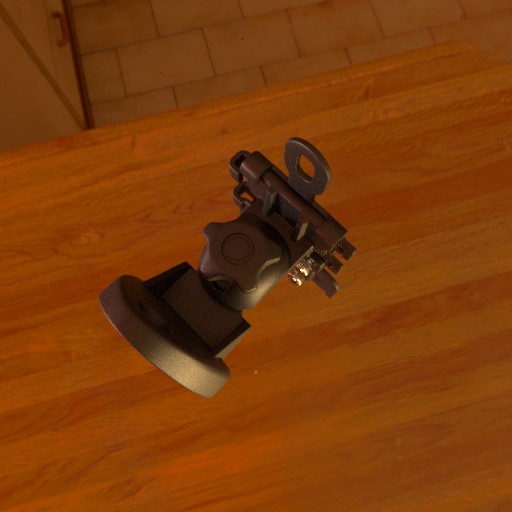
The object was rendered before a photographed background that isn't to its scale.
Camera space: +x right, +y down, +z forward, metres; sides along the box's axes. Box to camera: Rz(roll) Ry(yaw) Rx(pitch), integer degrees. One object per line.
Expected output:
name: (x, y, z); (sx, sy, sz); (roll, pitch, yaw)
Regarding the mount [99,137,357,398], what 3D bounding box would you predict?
mount: (0.000, 0.000, 0.177); (0.066, 0.118, 0.100); (44, 79, 10)
